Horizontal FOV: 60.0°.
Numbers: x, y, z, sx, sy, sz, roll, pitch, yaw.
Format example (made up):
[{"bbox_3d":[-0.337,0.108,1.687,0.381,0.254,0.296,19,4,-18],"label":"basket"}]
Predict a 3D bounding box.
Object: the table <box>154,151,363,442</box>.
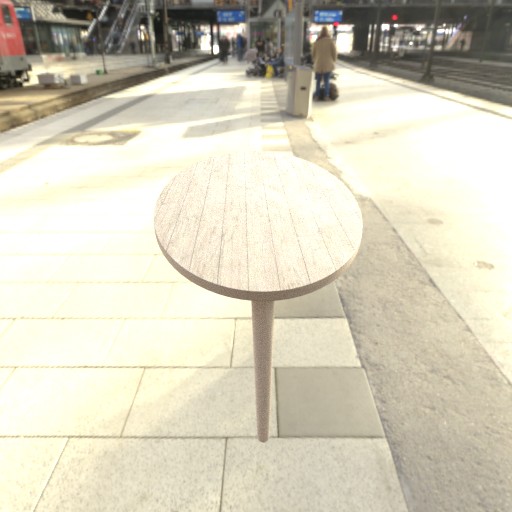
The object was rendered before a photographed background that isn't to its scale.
[{"bbox_3d":[0.000,0.000,1.334,0.542,0.390,1.083,-1,26,-2],"label":"table"}]
